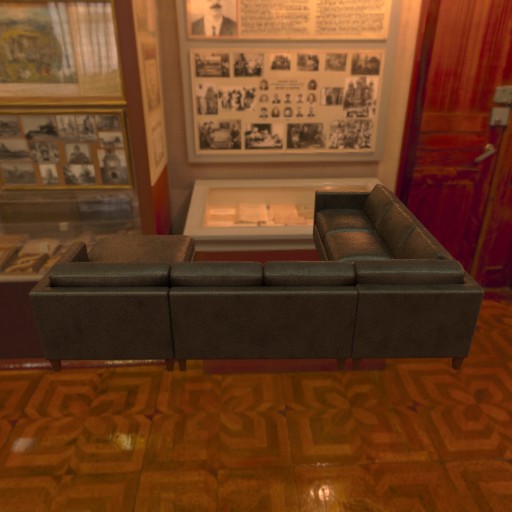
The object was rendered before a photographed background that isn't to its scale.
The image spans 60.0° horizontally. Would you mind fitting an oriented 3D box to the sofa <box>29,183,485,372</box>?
[{"bbox_3d":[0.000,0.000,4.433,3.324,0.891,2.452,0,26,0],"label":"sofa"}]
